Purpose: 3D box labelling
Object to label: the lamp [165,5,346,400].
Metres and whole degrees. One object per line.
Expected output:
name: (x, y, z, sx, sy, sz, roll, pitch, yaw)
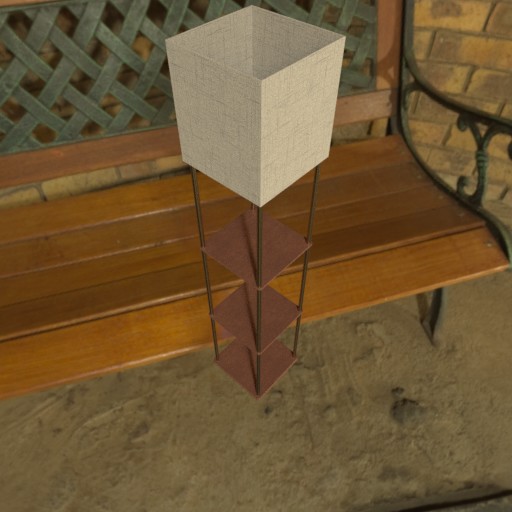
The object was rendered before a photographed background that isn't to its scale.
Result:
lamp: (0.000, 0.000, 1.649, 0.310, 1.569, 0.308, 34, 56, 27)
